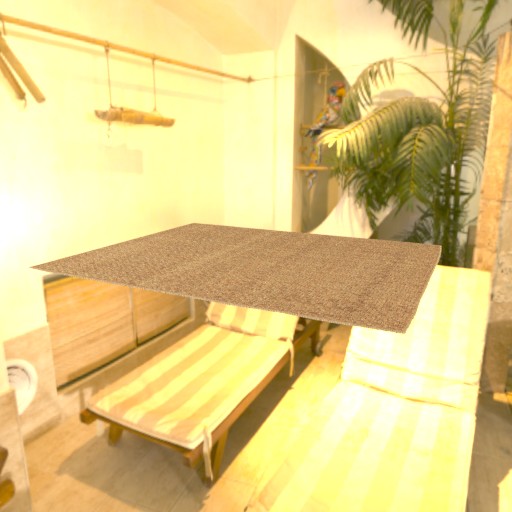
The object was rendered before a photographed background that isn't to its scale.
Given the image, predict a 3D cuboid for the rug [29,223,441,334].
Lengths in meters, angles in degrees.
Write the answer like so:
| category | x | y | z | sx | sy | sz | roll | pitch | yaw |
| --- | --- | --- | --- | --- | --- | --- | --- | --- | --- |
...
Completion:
| category | x | y | z | sx | sy | sz | roll | pitch | yaw |
| --- | --- | --- | --- | --- | --- | --- | --- | --- | --- |
| rug | 0.000 | 0.000 | 4.085 | 3.048 | 0.013 | 2.439 | 7 | 16 | 26 |
